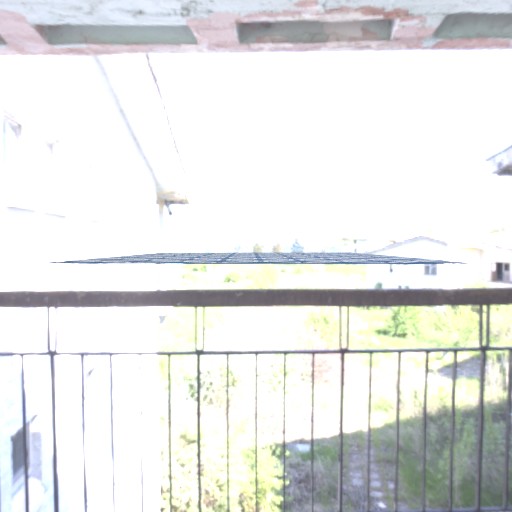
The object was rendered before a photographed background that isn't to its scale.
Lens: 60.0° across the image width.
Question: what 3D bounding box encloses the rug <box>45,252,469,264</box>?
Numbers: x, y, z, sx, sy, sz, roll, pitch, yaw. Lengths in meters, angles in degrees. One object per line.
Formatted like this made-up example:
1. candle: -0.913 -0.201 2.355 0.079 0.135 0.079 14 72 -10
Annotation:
1. rug: 0.000 0.000 3.784 2.277 0.020 2.867 0 2 0
